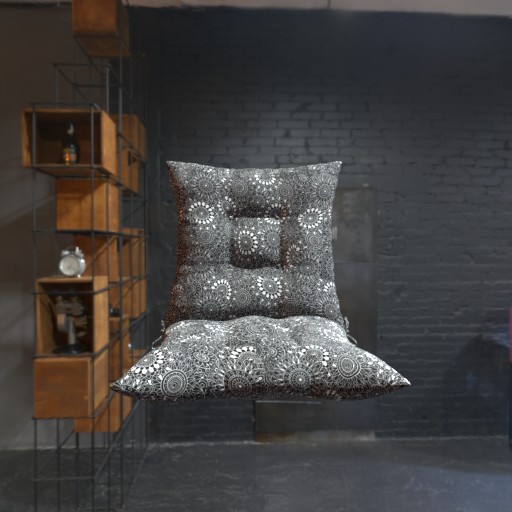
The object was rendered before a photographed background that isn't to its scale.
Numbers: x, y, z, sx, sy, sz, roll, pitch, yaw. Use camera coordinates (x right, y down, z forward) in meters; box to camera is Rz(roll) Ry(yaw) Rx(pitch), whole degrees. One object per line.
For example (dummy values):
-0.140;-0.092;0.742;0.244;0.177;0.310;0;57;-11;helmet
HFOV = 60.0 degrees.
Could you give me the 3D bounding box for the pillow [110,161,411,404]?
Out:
0.000;0.000;1.023;0.541;0.536;0.585;0;1;-1;pillow
